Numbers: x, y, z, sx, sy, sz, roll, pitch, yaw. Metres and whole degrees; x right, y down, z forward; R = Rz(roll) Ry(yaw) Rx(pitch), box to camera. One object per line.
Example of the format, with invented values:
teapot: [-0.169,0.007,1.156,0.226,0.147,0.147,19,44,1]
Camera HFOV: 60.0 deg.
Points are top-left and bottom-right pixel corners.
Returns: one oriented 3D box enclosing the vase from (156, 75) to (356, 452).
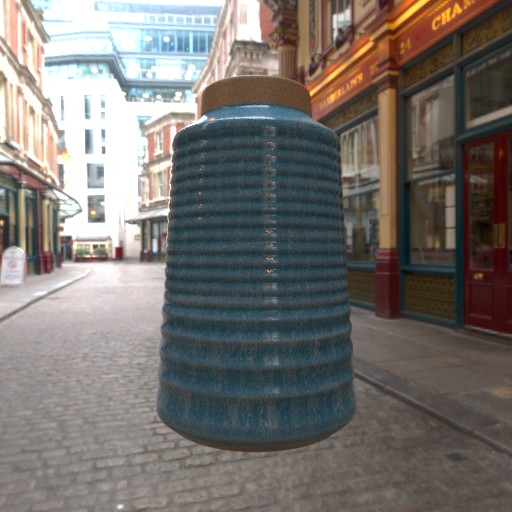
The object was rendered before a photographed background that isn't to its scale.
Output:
vase: [0.000,0.000,0.370,0.163,0.267,0.163,0,0,0]
